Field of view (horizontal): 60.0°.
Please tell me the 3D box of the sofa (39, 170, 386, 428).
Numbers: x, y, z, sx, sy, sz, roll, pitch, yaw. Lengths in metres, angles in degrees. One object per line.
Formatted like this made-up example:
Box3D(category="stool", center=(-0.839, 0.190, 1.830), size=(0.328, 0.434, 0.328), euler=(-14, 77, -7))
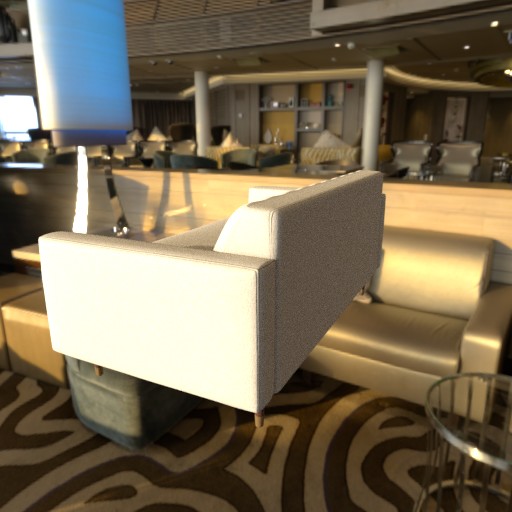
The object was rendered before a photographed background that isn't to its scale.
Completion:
Box3D(category="sofa", center=(0.000, 0.000, 2.341), size=(0.969, 0.814, 1.895), euler=(8, 17, 26))
